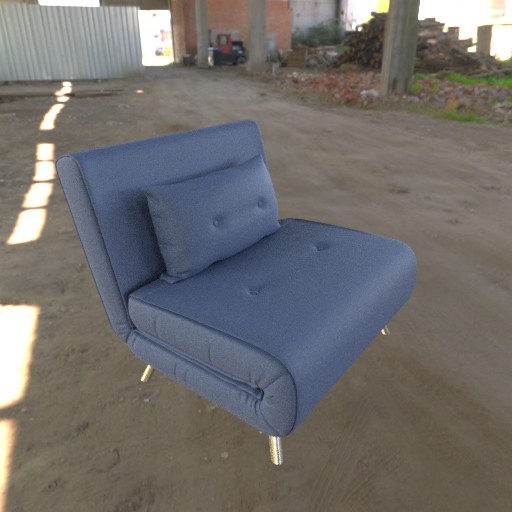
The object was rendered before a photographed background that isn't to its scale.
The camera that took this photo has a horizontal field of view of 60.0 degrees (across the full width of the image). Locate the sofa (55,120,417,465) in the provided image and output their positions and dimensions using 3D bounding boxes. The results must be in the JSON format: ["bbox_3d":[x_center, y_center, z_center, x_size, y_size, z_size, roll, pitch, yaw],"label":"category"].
[{"bbox_3d":[0.000,0.000,1.744,0.996,0.860,0.999,18,31,33],"label":"sofa"}]
